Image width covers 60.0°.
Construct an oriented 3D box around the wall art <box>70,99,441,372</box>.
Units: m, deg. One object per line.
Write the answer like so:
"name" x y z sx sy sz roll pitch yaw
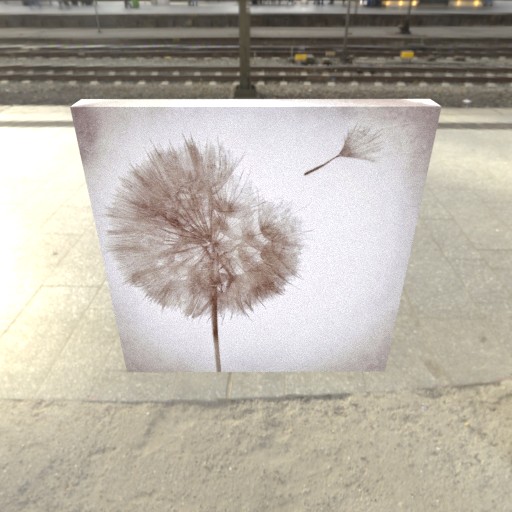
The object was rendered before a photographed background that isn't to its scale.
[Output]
"wall art" 0.000 0.000 0.453 0.303 0.303 0.028 0 32 0
